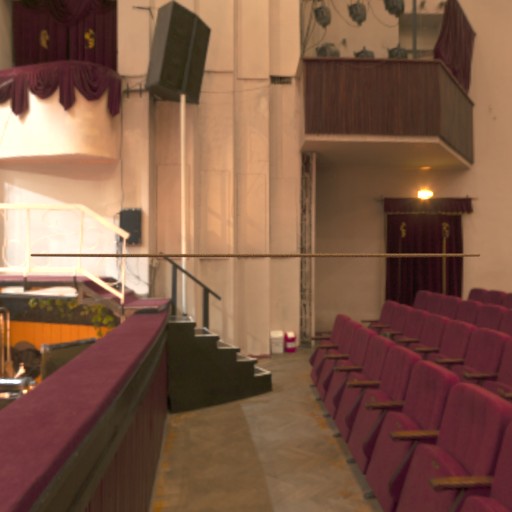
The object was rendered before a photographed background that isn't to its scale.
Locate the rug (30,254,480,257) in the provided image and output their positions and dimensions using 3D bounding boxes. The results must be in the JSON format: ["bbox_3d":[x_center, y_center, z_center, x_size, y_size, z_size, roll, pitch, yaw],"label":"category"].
[{"bbox_3d":[0.000,0.000,2.998,2.290,0.014,1.526,0,0,-1],"label":"rug"}]
